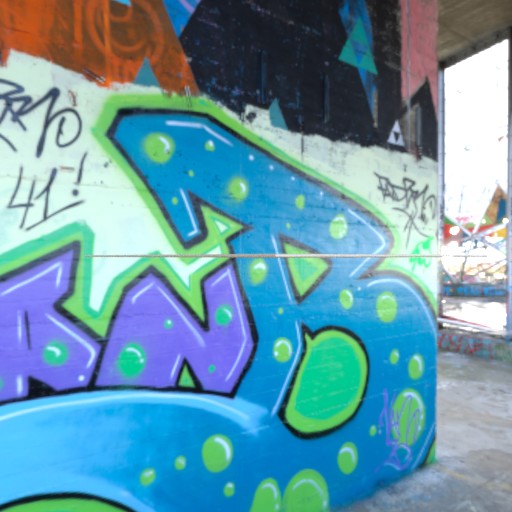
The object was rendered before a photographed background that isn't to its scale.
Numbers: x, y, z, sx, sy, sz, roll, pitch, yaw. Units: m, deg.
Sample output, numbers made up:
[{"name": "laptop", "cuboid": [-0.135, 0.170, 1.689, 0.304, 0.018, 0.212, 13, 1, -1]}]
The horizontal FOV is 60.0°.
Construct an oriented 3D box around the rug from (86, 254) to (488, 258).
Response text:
[{"name": "rug", "cuboid": [0.000, 0.000, 2.907, 1.528, 0.014, 2.294, 0, 0, -37]}]
